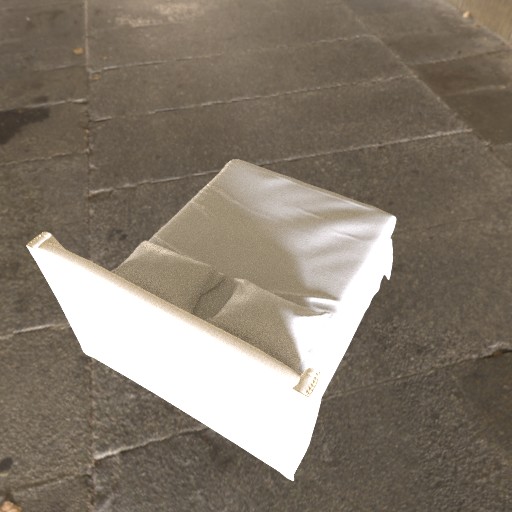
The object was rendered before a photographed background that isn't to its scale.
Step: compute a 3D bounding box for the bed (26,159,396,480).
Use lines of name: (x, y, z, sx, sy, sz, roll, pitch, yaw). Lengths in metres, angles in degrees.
bed: (0.000, 0.000, 3.465, 1.925, 1.332, 2.276, 24, 52, 20)
